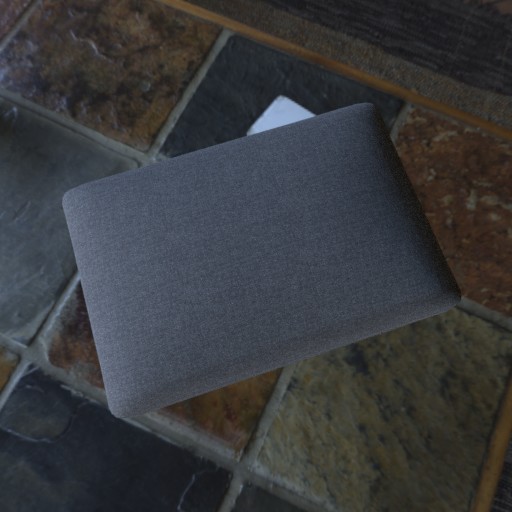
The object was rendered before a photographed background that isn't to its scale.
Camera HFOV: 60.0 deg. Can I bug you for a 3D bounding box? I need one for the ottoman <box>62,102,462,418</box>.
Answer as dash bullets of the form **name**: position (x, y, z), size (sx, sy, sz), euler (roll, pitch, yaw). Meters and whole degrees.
- **ottoman**: position (0.000, 0.000, 1.432), size (1.041, 0.483, 0.711), euler (-18, 76, -5)
